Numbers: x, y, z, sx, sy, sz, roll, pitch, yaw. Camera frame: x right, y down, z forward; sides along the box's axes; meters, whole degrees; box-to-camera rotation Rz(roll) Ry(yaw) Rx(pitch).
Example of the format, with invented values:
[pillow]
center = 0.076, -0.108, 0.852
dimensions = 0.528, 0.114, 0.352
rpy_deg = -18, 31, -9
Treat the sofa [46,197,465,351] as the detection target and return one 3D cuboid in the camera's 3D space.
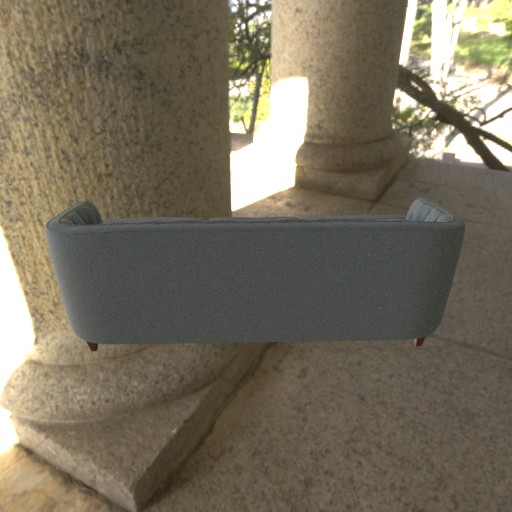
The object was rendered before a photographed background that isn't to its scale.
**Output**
[sofa]
center = 0.000, 0.000, 2.751
dimensions = 2.278, 0.855, 0.941
rpy_deg = -1, 30, -1
